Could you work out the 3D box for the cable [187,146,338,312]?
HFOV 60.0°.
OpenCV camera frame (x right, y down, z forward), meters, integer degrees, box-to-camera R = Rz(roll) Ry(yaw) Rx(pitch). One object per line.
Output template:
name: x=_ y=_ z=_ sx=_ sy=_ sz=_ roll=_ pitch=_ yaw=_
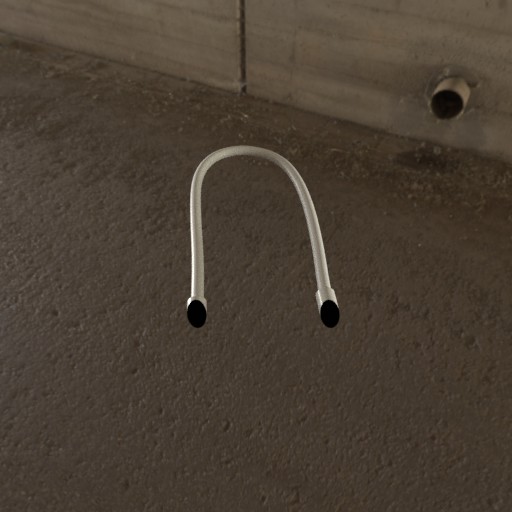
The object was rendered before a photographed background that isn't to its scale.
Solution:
cable: x=0.000 y=0.000 z=0.112 sx=0.041 sy=0.005 sz=0.098 roll=-3 pitch=47 yaw=-3
